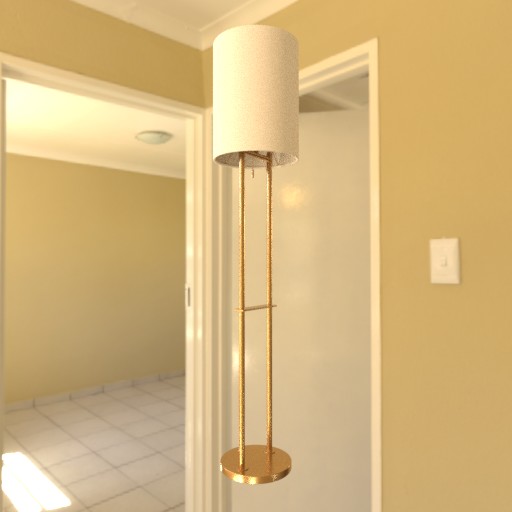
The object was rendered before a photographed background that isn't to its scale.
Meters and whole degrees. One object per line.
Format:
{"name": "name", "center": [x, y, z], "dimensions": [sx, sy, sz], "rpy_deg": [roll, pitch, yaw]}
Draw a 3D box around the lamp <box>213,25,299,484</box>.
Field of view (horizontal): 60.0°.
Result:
{"name": "lamp", "center": [0.000, 0.000, 1.585], "dimensions": [0.305, 1.500, 0.306], "rpy_deg": [0, -1, 36]}
